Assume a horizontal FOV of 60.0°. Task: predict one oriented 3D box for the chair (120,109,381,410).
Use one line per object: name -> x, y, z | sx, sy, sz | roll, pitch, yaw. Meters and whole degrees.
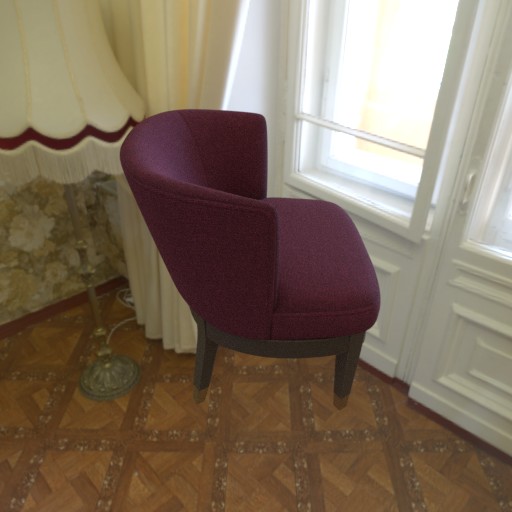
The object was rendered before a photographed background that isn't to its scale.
chair -> 0.000, 0.000, 1.337 | 0.660, 0.760, 0.700 | -1, 32, -1
